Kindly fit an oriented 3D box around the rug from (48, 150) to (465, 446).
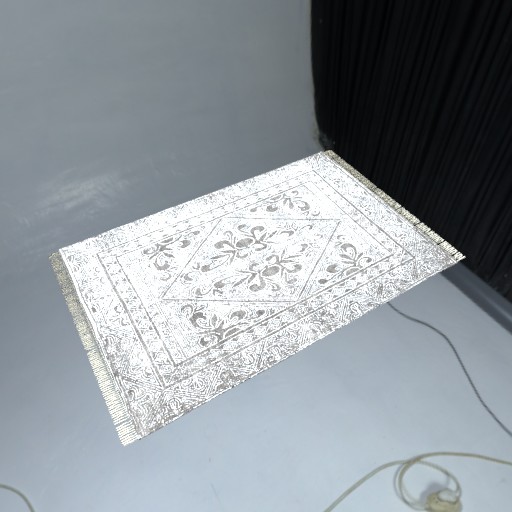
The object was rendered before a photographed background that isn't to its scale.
[{"bbox_3d":[0.000,0.000,3.041,2.440,0.010,1.529,-24,52,-21],"label":"rug"}]
